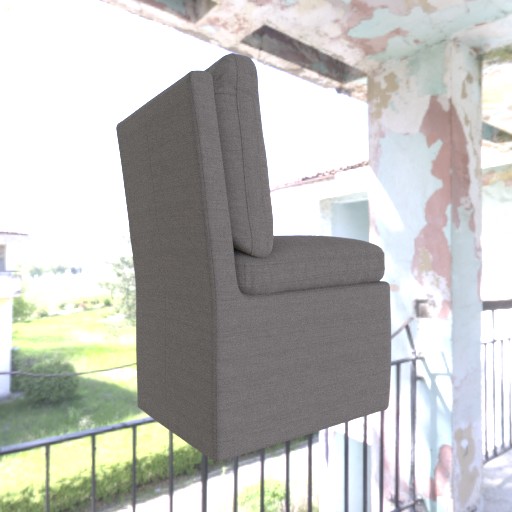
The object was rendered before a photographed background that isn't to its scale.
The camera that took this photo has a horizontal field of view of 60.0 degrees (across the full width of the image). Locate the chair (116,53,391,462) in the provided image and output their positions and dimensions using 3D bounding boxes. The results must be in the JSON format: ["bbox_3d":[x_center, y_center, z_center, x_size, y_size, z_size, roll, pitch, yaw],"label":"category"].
[{"bbox_3d":[0.000,0.000,1.326,0.698,0.927,0.503,0,-1,-36],"label":"chair"}]
